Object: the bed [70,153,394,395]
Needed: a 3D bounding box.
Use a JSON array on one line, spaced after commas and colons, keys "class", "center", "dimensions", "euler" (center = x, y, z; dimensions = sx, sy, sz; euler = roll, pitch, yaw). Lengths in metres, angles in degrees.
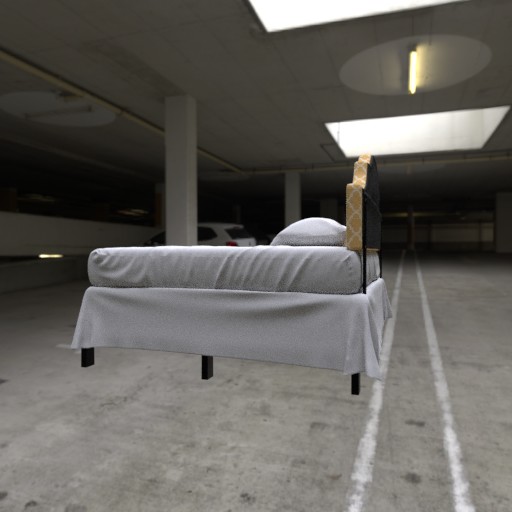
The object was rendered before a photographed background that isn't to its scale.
[{"class": "bed", "center": [0.000, 0.000, 3.837], "dimensions": [2.222, 1.601, 2.314], "euler": [0, 1, 19]}]
